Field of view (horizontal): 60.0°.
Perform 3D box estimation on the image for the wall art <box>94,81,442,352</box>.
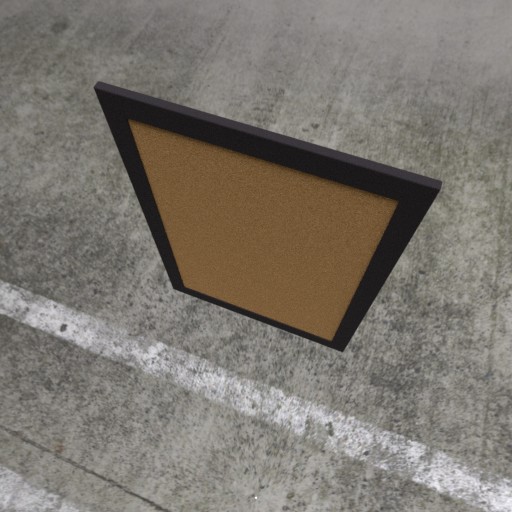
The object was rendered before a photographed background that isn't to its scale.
[{"bbox_3d":[0.000,0.000,0.680,0.374,0.529,0.012,19,63,10],"label":"wall art"}]
